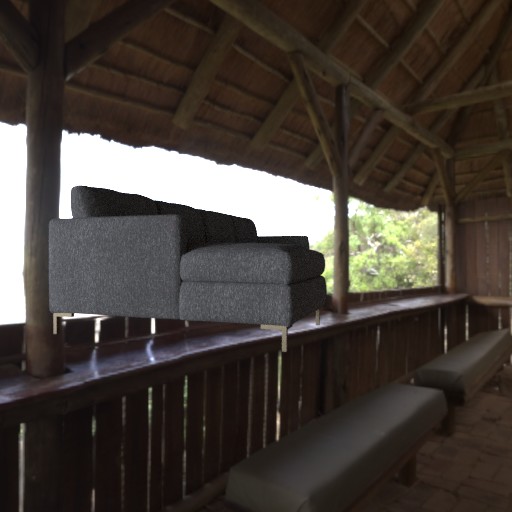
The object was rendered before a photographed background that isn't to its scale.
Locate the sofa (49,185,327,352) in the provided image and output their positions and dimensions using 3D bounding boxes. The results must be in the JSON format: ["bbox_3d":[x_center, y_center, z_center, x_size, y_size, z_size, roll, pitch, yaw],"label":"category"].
[{"bbox_3d":[0.000,0.000,3.478,1.350,0.810,2.932,0,1,19],"label":"sofa"}]
